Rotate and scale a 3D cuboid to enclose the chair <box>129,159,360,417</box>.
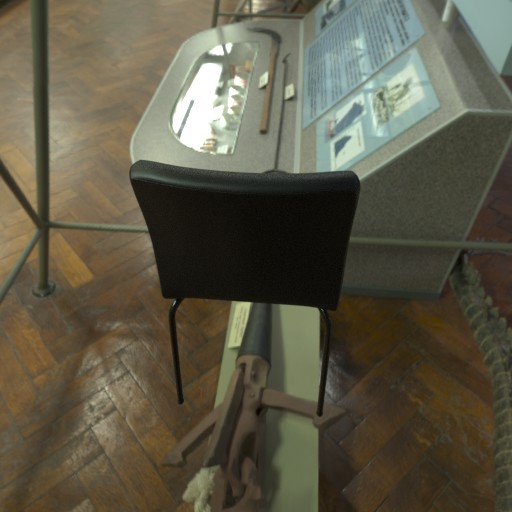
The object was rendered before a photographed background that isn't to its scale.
[{"bbox_3d":[0.000,0.000,1.176,0.450,0.872,0.572,4,45,4],"label":"chair"}]
